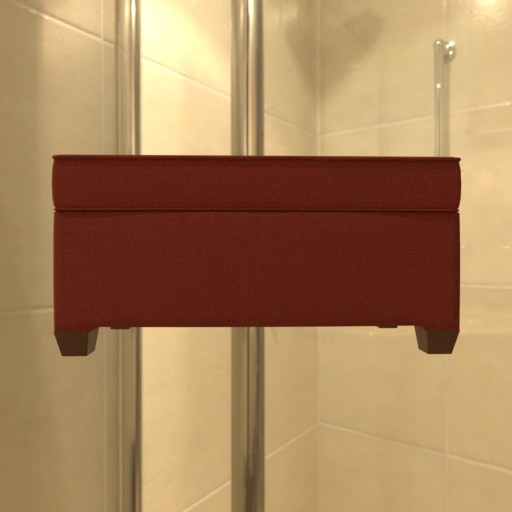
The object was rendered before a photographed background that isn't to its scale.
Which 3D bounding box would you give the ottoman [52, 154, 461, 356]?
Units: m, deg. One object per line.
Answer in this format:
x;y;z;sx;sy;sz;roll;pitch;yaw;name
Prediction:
0.000;0.000;1.222;0.948;0.454;0.497;0;0;-2;ottoman
